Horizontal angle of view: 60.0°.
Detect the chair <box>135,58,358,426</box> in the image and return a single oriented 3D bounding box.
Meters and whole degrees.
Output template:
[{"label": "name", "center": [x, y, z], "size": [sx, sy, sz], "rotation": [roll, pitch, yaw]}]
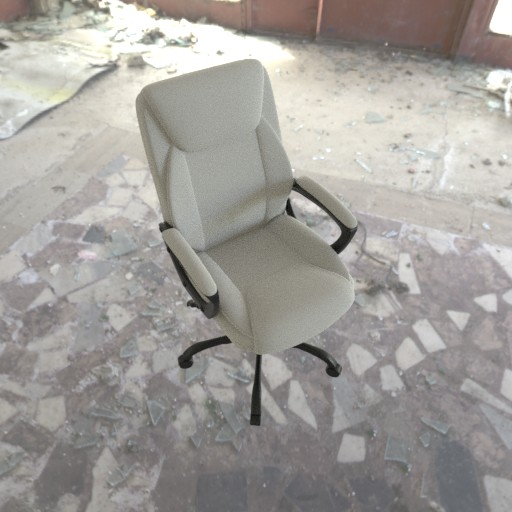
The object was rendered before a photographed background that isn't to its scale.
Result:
[{"label": "chair", "center": [0.000, 0.000, 1.503], "size": [0.663, 1.065, 0.669], "rotation": [-25, 51, -22]}]
